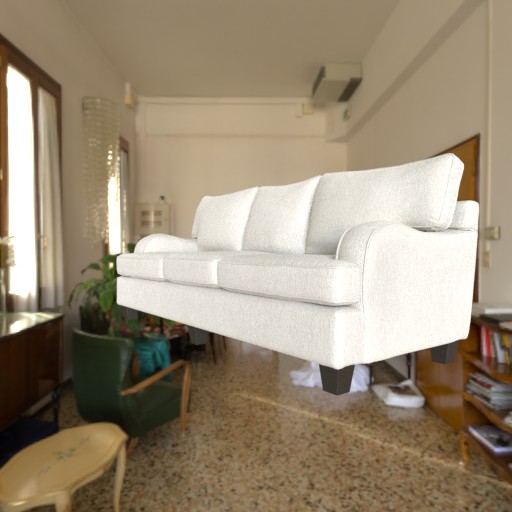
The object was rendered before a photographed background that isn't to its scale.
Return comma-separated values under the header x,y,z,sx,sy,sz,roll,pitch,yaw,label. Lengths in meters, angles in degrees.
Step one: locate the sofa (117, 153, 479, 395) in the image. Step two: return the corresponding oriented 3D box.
x,y,z,sx,sy,sz,roll,pitch,yaw,label
0.000,0.000,2.768,1.016,0.991,2.323,-1,1,-37,sofa
